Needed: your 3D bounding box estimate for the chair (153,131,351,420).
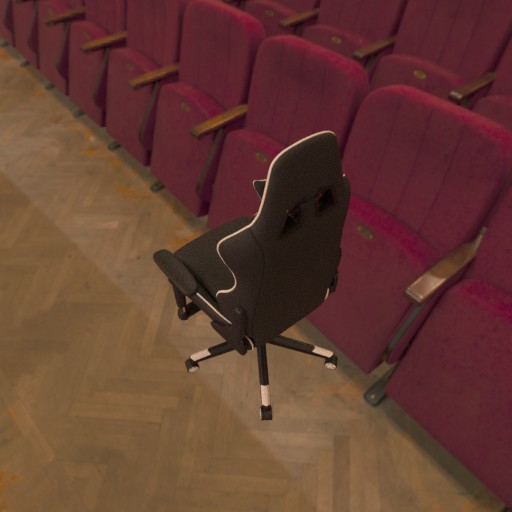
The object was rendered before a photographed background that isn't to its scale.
[{"bbox_3d":[0.000,0.000,1.706,0.700,1.240,0.700,-31,54,-25],"label":"chair"}]
